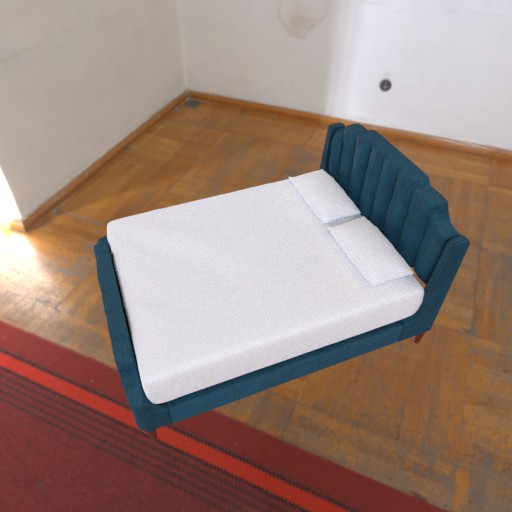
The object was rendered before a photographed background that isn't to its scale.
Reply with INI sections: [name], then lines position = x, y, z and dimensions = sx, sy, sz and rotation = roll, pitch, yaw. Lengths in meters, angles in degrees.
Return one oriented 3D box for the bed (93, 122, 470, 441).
[bed]
position = 0.000, 0.000, 3.414
dimensions = 2.322, 1.351, 1.676
rotation = -16, 47, -15
